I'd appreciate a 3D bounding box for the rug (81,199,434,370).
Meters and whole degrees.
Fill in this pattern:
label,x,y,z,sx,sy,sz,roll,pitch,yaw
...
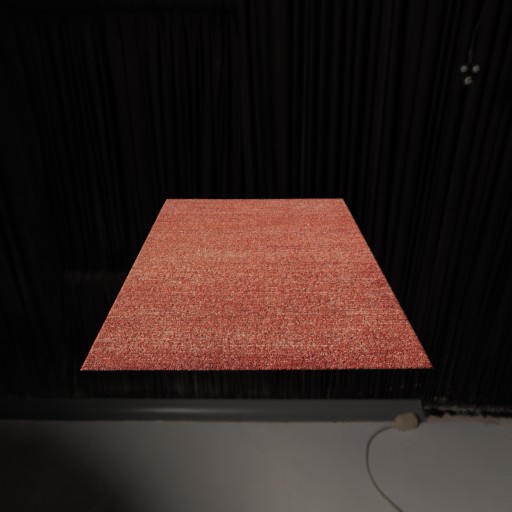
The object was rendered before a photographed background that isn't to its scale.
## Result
label,x,y,z,sx,sy,sz,roll,pitch,yaw
rug,0.000,0.000,5.275,2.803,0.025,3.965,0,27,0
